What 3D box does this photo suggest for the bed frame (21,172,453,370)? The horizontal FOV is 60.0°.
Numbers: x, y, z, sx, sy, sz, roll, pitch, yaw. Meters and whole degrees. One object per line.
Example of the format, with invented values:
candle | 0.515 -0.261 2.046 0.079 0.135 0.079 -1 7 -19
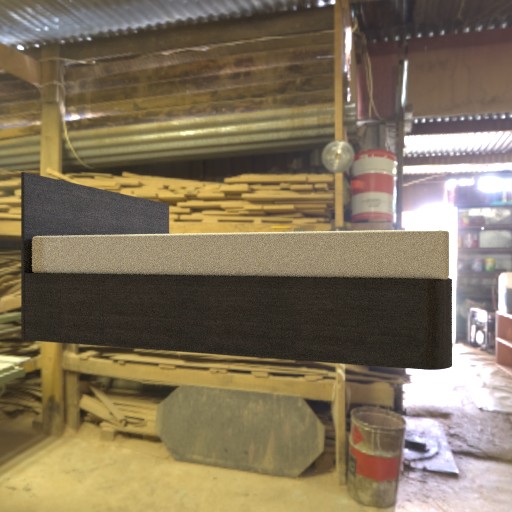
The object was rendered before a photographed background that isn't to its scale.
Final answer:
bed frame | 0.000 0.000 2.487 1.900 0.800 1.400 0 0 18
